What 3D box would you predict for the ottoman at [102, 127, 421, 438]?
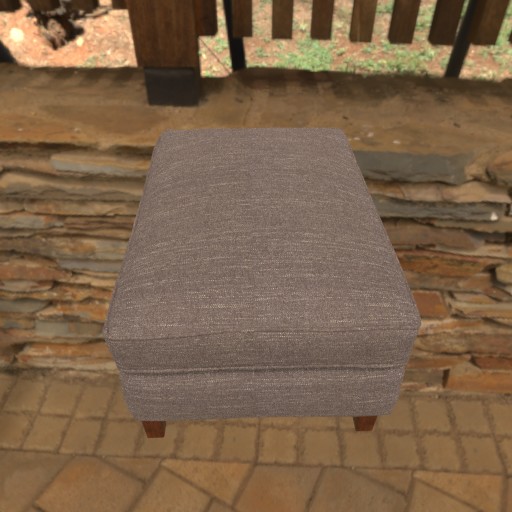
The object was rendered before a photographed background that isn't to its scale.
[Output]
[{"bbox_3d":[0.000,0.000,0.976,0.508,0.406,0.686,-1,41,-1],"label":"ottoman"}]
